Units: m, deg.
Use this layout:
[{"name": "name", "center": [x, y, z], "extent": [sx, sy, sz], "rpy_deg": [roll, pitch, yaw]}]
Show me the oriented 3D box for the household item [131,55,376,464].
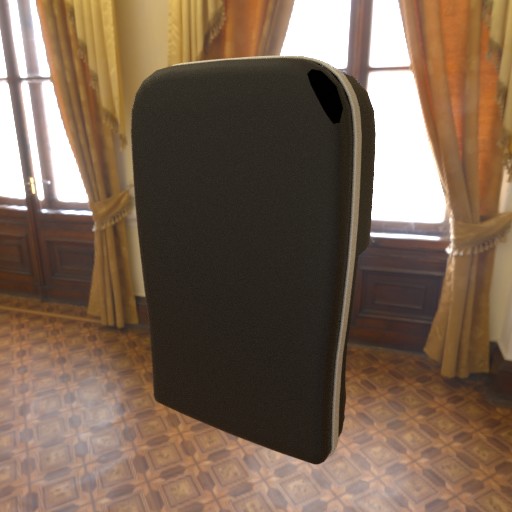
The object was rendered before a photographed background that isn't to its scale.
[{"name": "household item", "center": [0.000, 0.000, 0.142], "extent": [0.070, 0.114, 0.038], "rpy_deg": [10, 20, 28]}]
